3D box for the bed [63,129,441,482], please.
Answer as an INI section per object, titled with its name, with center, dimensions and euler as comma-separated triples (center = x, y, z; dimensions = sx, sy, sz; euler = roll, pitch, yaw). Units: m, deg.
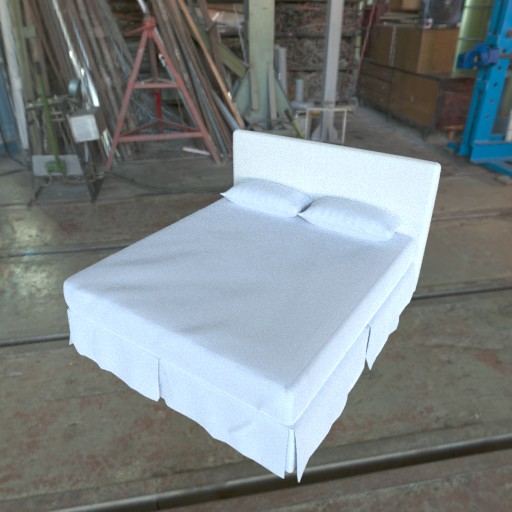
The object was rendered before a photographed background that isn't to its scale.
[bed]
center = 0.000, 0.000, 3.550
dimensions = 2.119, 1.317, 2.341
euler = 18, 34, 29
